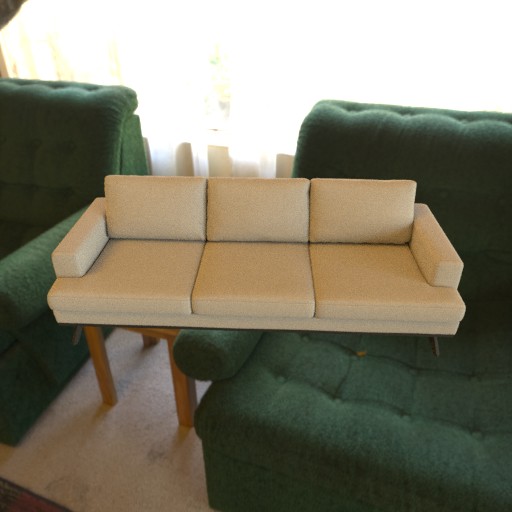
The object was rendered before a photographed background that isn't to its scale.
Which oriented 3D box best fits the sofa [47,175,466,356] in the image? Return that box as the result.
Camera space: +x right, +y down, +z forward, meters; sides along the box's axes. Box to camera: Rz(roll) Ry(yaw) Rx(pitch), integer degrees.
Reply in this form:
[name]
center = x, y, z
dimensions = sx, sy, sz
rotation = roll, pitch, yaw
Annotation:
[sofa]
center = 0.000, 0.000, 2.781
dimensions = 2.310, 0.810, 0.920
rotation = 1, 33, 2
